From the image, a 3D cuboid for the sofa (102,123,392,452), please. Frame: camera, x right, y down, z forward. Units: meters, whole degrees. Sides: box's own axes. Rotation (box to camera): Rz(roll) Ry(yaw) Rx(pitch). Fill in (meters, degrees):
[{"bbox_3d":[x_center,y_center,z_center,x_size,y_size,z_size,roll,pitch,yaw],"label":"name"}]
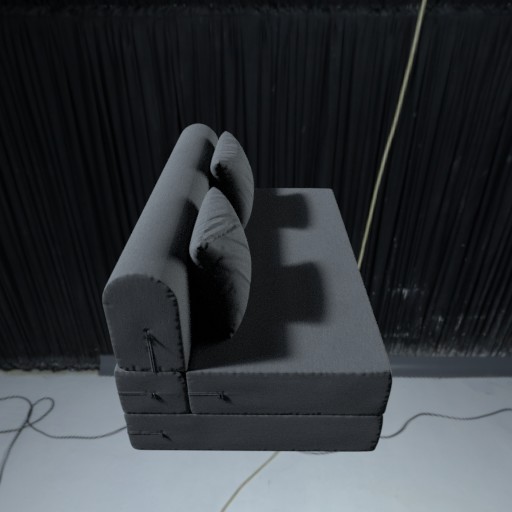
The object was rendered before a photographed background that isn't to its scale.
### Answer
[{"bbox_3d":[0.000,0.000,1.704,0.762,0.670,1.225,0,32,0],"label":"sofa"}]
